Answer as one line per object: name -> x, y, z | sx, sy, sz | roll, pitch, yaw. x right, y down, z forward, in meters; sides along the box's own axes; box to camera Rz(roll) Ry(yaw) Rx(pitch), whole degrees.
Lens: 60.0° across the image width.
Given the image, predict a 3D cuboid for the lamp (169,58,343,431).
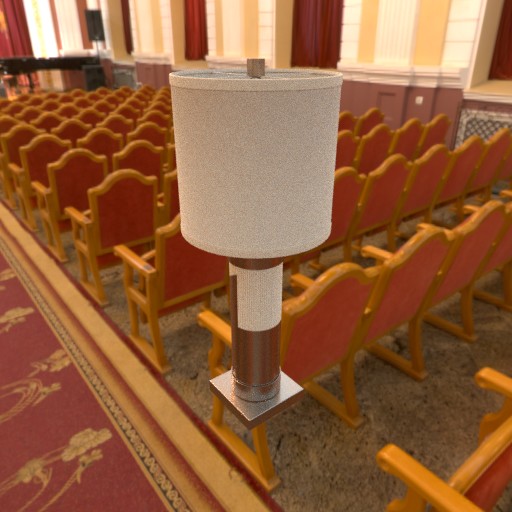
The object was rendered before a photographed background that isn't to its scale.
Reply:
lamp -> 0.000, 0.000, 0.625 | 0.202, 0.509, 0.202 | -19, 31, -33
